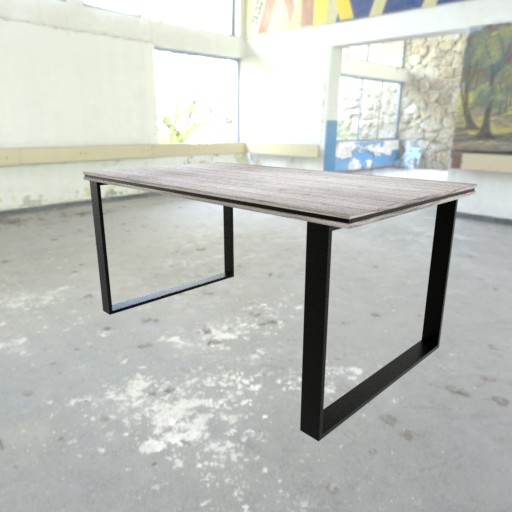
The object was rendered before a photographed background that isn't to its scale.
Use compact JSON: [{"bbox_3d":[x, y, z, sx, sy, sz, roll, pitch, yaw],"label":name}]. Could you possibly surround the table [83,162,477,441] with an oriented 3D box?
[{"bbox_3d":[0.000,0.000,2.085,0.881,0.736,1.579,-16,22,-42],"label":"table"}]
